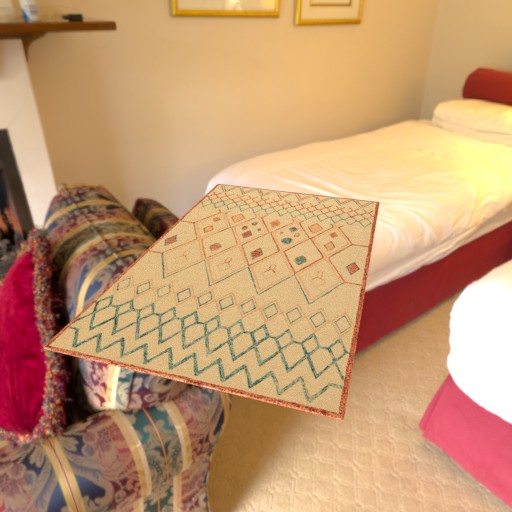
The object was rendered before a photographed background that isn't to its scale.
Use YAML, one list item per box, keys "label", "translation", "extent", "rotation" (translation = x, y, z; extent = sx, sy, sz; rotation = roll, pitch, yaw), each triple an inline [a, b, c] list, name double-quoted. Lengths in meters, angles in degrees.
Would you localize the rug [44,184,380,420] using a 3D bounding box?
- label: "rug"
  translation: [0.000, 0.000, 3.076]
  extent: [1.524, 0.015, 2.438]
  rotation: [9, 31, 15]
